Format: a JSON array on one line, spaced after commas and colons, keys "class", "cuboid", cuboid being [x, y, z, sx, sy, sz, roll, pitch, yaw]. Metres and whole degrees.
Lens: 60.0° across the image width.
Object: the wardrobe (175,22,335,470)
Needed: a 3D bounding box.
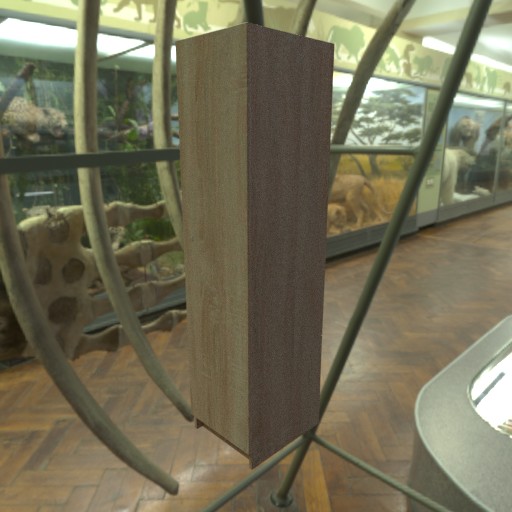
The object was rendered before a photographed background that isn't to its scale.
[{"class": "wardrobe", "cuboid": [0.000, 0.000, 2.395, 0.588, 2.117, 0.496, -14, 20, -43]}]
